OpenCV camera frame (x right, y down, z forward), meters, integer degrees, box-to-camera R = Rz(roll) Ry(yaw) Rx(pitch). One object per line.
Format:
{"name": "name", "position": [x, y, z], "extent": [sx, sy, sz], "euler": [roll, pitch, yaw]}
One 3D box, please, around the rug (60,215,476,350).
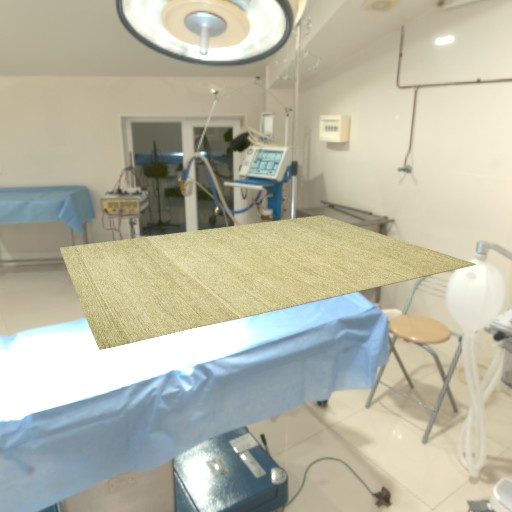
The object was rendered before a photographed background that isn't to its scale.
{"name": "rug", "position": [0.000, 0.000, 2.944], "extent": [2.270, 0.017, 1.606], "euler": [-9, 20, -27]}
